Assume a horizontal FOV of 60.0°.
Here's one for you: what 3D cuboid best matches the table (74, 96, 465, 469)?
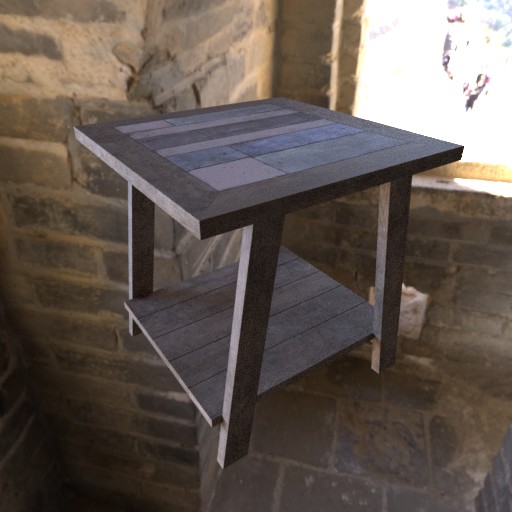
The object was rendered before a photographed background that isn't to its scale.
[{"bbox_3d":[0.000,0.000,1.118,0.610,0.610,0.610,-19,36,-29],"label":"table"}]
